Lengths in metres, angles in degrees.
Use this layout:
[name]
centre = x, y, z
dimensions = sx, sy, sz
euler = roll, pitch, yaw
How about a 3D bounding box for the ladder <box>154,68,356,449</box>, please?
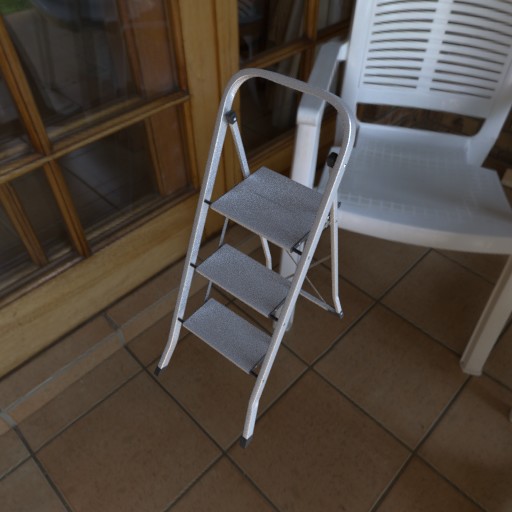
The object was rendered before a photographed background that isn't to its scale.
[ladder]
centre = 0.000, 0.000, 1.439
dimensions = 0.465, 1.070, 0.704
euler = 30, 54, 26
